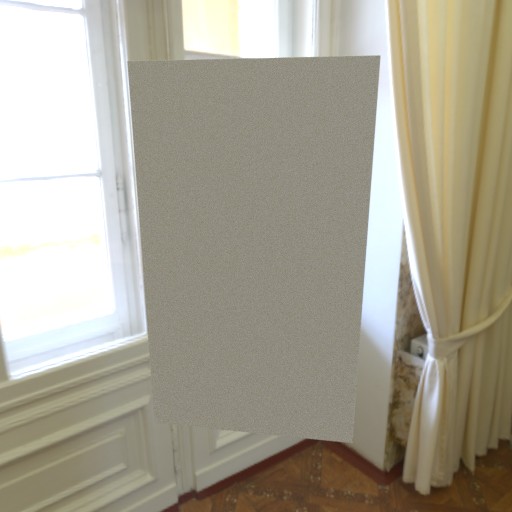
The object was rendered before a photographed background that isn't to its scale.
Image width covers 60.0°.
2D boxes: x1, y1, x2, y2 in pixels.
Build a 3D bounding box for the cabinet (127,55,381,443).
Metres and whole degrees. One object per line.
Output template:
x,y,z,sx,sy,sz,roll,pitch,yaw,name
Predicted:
0.000,0.000,2.688,1.250,2.160,0.480,2,17,8,cabinet
